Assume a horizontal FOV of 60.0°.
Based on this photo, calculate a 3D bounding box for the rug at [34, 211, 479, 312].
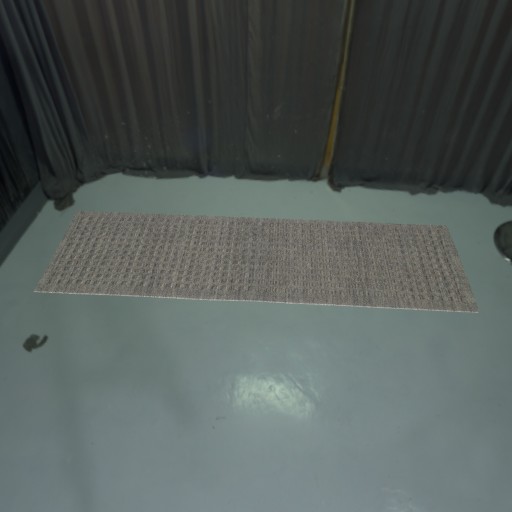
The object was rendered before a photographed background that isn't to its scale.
[{"bbox_3d":[0.000,0.000,2.670,2.443,0.009,0.706,2,45,2],"label":"rug"}]
